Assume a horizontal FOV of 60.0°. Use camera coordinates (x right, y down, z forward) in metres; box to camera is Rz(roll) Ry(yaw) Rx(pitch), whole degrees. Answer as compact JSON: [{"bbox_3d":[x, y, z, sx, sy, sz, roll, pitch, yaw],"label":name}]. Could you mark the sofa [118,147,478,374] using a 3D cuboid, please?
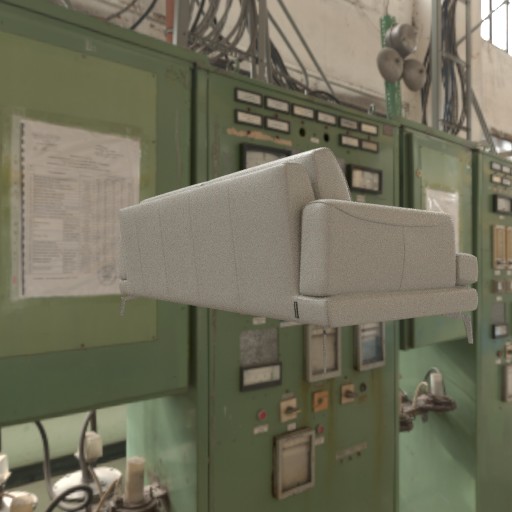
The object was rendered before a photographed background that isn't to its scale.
[{"bbox_3d":[0.000,0.000,2.389,0.974,0.765,1.940,1,-1,-36],"label":"sofa"}]
